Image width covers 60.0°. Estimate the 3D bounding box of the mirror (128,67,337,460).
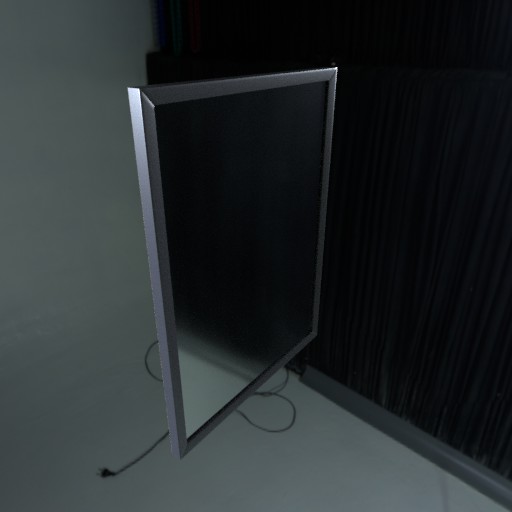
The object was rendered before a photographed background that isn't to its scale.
[{"bbox_3d":[0.000,0.000,1.340,0.040,1.016,0.762,19,32,34],"label":"mirror"}]
